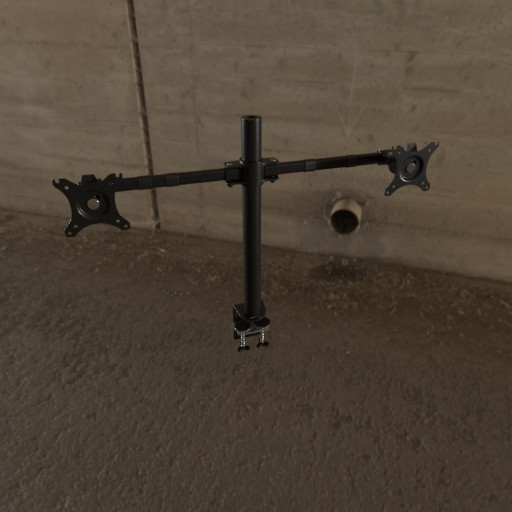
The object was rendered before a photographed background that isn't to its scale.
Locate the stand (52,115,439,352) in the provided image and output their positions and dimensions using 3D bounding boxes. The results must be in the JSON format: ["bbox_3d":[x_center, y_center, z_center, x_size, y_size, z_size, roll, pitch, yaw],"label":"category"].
[{"bbox_3d":[0.000,0.000,1.006,0.743,0.603,0.150,-9,32,-15],"label":"stand"}]
